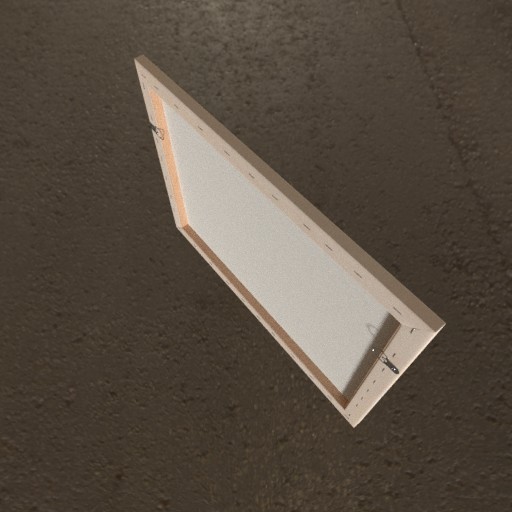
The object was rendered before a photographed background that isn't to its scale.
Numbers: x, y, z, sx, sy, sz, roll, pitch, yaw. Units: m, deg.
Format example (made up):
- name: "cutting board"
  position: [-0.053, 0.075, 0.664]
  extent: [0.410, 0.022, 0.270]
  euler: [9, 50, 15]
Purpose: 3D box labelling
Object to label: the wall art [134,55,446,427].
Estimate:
- name: "wall art"
  position: [0.000, 0.000, 1.563]
  extent: [0.042, 0.912, 1.219]
  euler: [-34, 63, -20]
